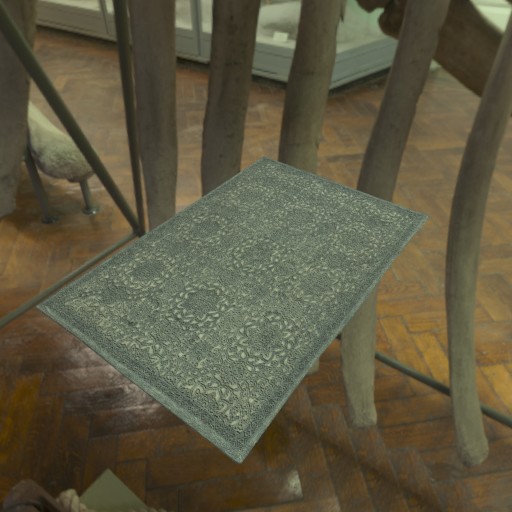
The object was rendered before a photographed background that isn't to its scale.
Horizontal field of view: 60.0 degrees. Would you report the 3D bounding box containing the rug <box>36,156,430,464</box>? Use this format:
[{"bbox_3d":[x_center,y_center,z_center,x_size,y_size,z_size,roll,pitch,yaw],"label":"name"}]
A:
[{"bbox_3d":[0.000,0.000,2.352,1.224,0.016,1.830,26,47,27],"label":"rug"}]
